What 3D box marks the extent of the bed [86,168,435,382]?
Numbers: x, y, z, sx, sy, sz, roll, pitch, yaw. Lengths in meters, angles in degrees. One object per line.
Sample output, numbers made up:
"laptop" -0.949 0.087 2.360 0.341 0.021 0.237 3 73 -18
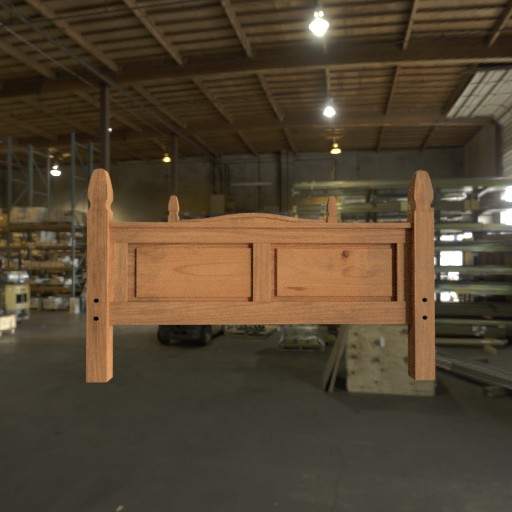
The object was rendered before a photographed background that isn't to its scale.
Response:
"bed" 0.000 0.000 2.925 1.490 1.100 2.069 0 -1 -1
